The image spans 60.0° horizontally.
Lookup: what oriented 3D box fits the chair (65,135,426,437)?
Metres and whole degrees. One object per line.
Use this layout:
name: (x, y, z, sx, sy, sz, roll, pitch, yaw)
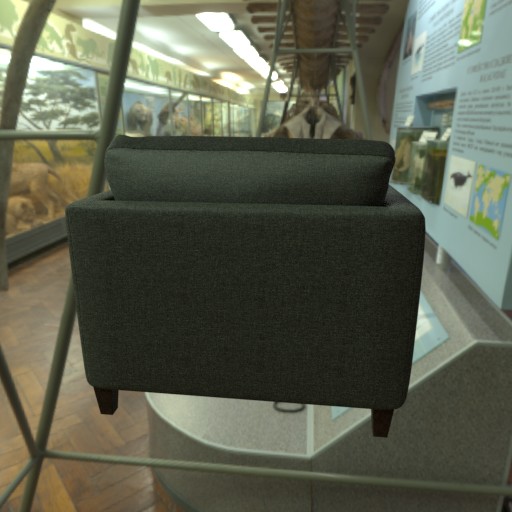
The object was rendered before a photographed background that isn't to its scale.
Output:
chair: (0.000, 0.000, 1.807, 1.107, 0.963, 0.959, 2, 17, 7)
